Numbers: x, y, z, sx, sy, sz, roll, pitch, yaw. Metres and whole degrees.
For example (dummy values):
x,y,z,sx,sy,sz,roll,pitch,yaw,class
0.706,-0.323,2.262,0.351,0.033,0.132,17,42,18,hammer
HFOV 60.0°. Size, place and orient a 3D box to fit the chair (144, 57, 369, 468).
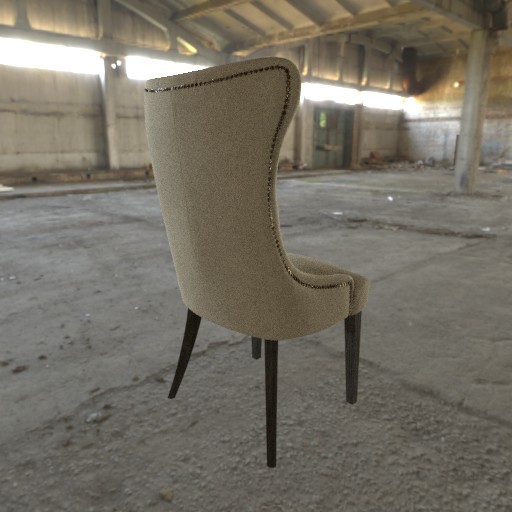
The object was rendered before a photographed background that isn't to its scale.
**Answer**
x,y,z,sx,sy,sz,roll,pitch,yaw,class
0.000,0.000,1.412,0.590,1.065,0.584,-14,19,-43,chair
